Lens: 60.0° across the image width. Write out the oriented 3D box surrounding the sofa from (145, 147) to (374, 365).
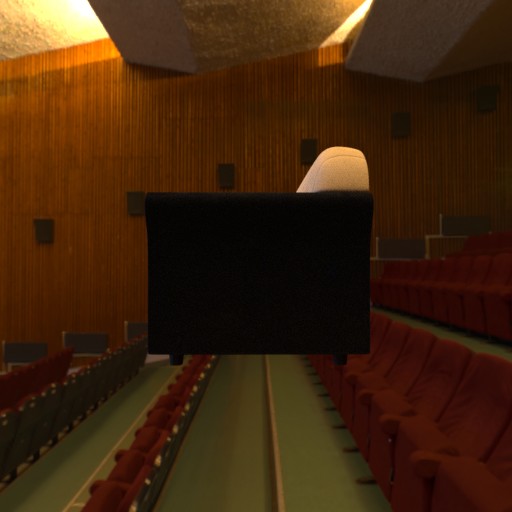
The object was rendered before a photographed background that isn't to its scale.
[{"bbox_3d":[0.000,0.000,2.432,0.749,0.789,2.006,0,-1,0],"label":"sofa"}]
